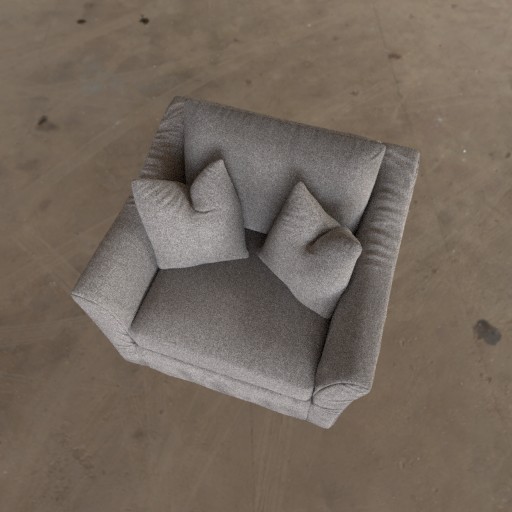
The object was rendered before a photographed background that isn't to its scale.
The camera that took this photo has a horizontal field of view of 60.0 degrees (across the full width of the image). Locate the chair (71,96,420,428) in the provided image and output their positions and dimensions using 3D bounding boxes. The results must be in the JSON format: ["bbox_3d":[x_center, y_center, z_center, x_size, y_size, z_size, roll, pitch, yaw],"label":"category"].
[{"bbox_3d":[0.000,0.000,2.059,1.194,1.059,1.071,16,59,10],"label":"chair"}]
